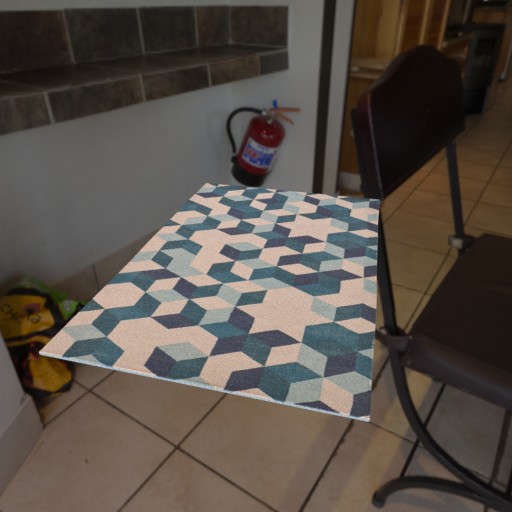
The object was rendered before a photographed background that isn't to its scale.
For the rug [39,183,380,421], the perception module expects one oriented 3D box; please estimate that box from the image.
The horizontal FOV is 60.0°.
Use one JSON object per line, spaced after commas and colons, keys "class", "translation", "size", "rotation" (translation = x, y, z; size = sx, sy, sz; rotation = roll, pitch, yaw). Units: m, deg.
{"class": "rug", "translation": [0.000, 0.000, 2.302], "size": [1.235, 0.014, 1.829], "rotation": [8, 31, 13]}
